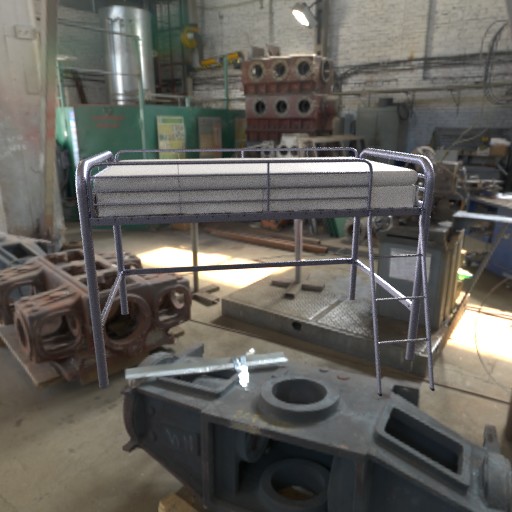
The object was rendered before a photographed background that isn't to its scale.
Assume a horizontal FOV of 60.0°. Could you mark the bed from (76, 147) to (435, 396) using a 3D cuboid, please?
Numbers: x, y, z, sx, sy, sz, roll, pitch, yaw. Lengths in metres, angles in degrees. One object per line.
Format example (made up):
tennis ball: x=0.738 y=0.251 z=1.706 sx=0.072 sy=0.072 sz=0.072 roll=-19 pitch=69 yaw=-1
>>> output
bed: x=0.000 y=0.000 z=2.883 sx=1.965 sy=1.288 sz=1.415 roll=-3 pitch=17 yaw=-9
